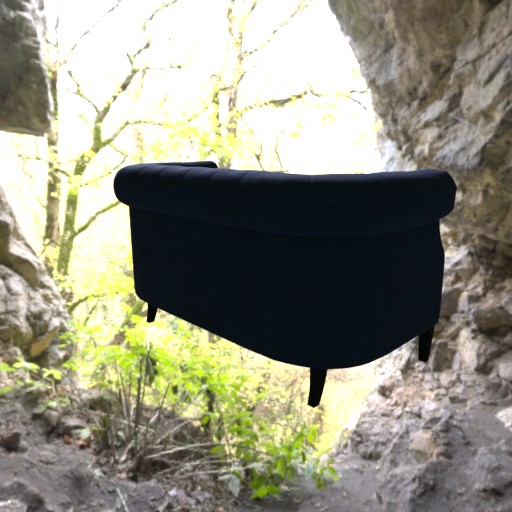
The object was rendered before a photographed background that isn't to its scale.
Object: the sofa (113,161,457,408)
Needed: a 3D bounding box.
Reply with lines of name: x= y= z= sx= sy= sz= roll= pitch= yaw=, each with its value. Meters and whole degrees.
sofa: x=0.000 y=0.000 z=2.048 sx=0.835 sy=0.827 sz=1.558 roll=-13 pitch=19 yaw=-43
